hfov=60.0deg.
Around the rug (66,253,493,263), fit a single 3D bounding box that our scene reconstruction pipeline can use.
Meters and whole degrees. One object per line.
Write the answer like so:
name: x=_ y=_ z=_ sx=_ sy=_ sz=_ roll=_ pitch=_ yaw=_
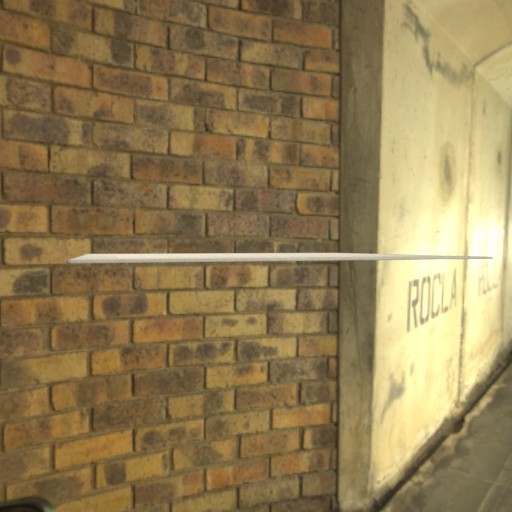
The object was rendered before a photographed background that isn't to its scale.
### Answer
rug: x=0.000 y=0.000 z=3.999 sx=2.976 sy=0.018 sz=2.430 roll=0 pitch=1 yaw=-19
